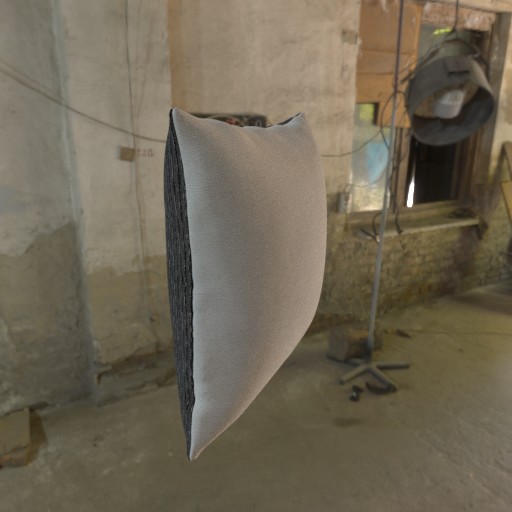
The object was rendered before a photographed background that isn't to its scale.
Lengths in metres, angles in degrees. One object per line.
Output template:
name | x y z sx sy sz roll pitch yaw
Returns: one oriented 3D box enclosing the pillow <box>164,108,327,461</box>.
pillow | 0.000 0.000 0.695 0.196 0.434 0.433 7 19 22
